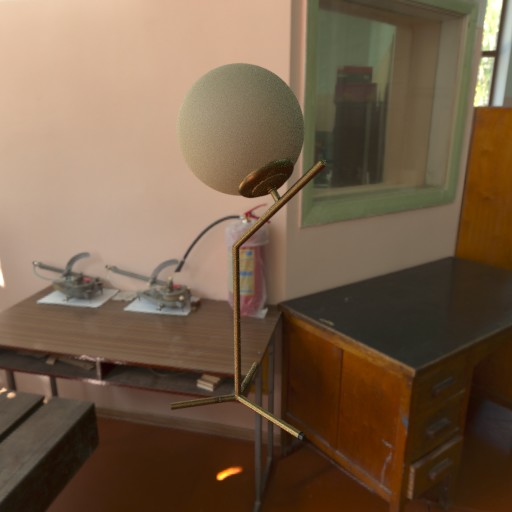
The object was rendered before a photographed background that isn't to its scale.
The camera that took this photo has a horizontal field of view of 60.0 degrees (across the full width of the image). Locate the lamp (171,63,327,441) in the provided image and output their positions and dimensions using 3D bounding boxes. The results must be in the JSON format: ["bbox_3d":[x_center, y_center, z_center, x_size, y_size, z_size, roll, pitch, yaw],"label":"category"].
[{"bbox_3d":[0.000,0.000,0.680,0.210,0.552,0.251,-15,22,-42],"label":"lamp"}]
